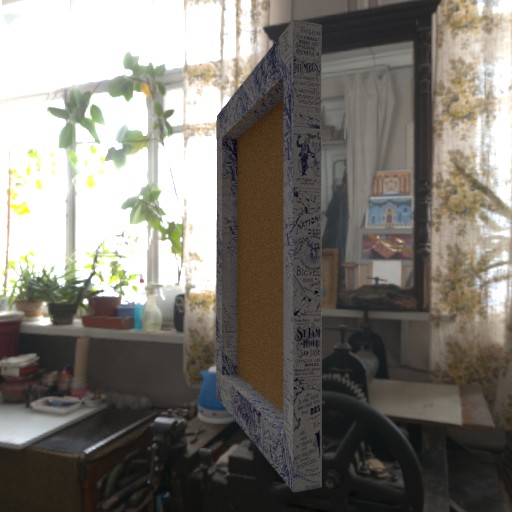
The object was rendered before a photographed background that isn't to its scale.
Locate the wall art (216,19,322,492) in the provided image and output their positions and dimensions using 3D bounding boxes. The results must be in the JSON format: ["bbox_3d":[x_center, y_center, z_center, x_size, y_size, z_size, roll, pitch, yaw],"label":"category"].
[{"bbox_3d":[0.000,0.000,0.476,0.025,0.376,0.255,0,0,-19],"label":"wall art"}]
